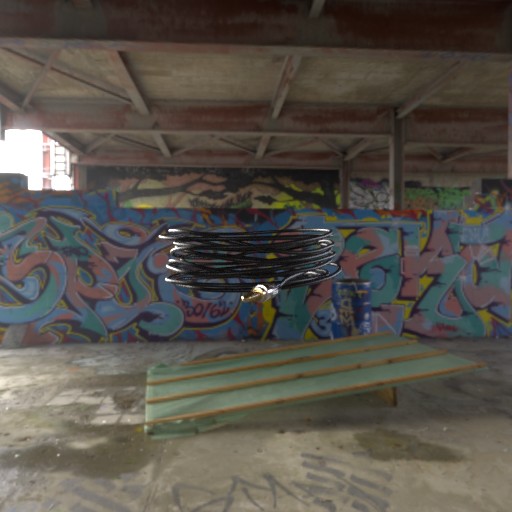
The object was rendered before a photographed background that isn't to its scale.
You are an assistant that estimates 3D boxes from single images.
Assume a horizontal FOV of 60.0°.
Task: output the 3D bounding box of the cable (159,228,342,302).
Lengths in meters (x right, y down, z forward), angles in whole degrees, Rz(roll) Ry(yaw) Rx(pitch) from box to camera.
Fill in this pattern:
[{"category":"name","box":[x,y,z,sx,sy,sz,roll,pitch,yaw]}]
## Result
[{"category":"cable","box":[0.000,0.000,0.518,0.198,0.069,0.432,0,1,16]}]
